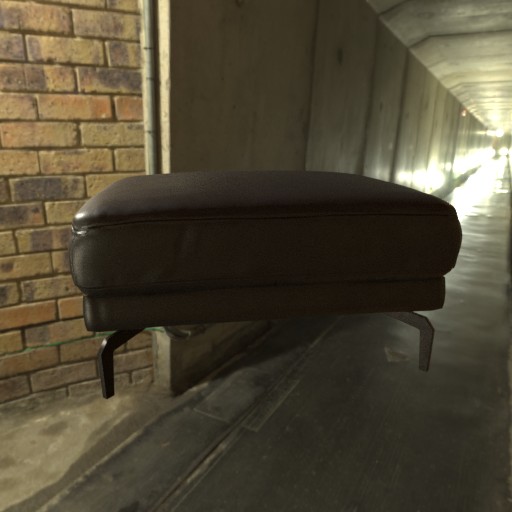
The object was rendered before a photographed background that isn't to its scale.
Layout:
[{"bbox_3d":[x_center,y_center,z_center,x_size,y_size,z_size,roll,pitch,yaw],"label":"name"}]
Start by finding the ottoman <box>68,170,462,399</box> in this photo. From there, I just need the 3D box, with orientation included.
[{"bbox_3d":[0.000,0.000,1.096,0.764,0.402,0.570,-2,16,-9],"label":"ottoman"}]
